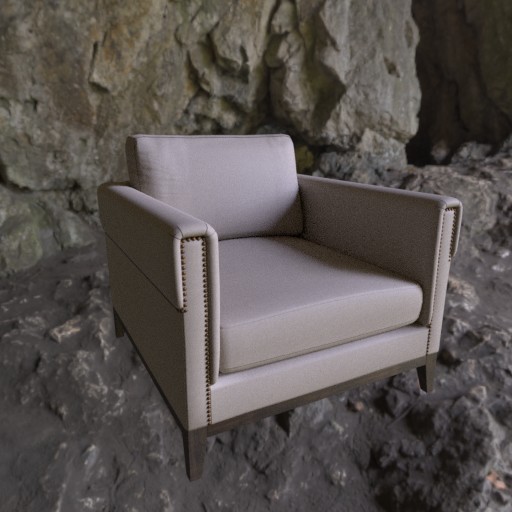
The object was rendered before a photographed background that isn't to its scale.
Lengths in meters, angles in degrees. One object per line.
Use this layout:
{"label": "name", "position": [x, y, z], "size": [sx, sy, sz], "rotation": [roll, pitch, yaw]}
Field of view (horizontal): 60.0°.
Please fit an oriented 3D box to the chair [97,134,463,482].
{"label": "chair", "position": [0.000, 0.000, 1.587], "size": [0.914, 0.838, 0.959], "rotation": [-8, 18, -27]}
